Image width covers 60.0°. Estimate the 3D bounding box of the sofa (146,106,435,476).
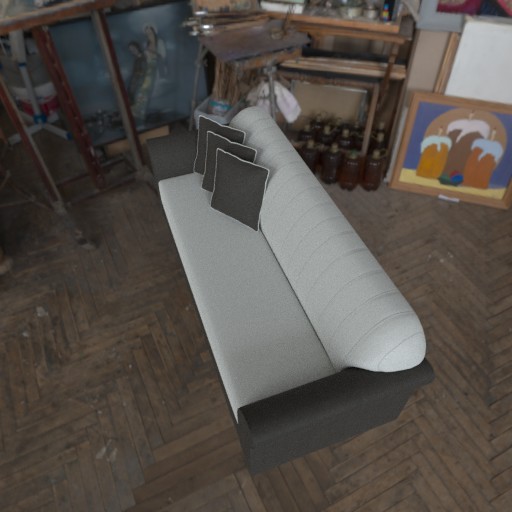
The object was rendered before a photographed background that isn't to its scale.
[{"bbox_3d":[0.000,0.000,2.403,0.755,0.787,2.001,-15,50,-13],"label":"sofa"}]
